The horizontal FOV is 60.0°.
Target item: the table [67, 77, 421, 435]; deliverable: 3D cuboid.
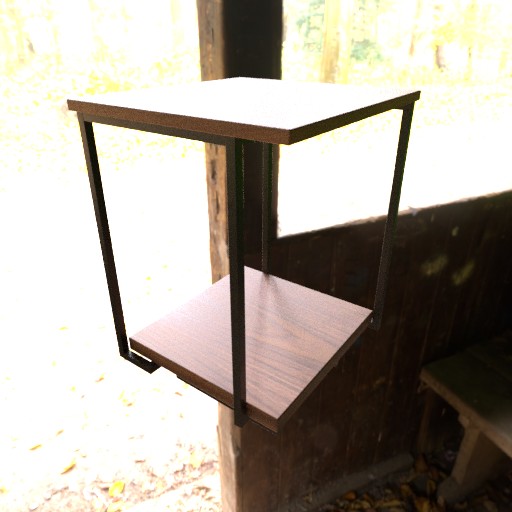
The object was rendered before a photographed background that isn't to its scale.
[{"bbox_3d":[0.000,0.000,0.820,0.384,0.567,0.411,18,32,32],"label":"table"}]
